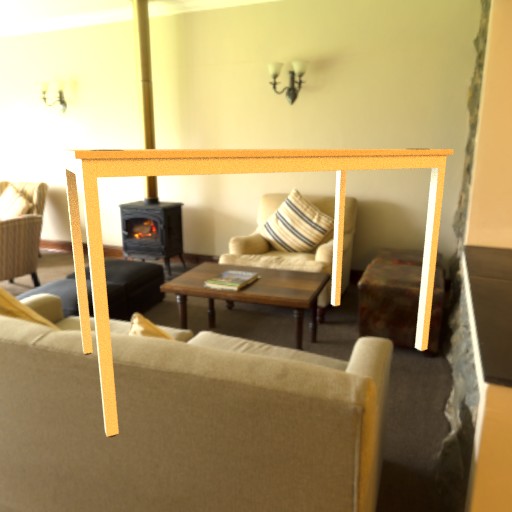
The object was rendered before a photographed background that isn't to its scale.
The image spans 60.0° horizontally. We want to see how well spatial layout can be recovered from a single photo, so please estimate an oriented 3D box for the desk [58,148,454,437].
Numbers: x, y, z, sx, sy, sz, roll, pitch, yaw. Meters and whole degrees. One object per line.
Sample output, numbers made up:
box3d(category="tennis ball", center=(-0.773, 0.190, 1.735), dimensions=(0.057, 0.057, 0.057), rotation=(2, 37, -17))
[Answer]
box3d(category="desk", center=(0.000, 0.000, 1.592), dimensions=(1.200, 0.750, 0.600), rotation=(-7, 15, -26))
